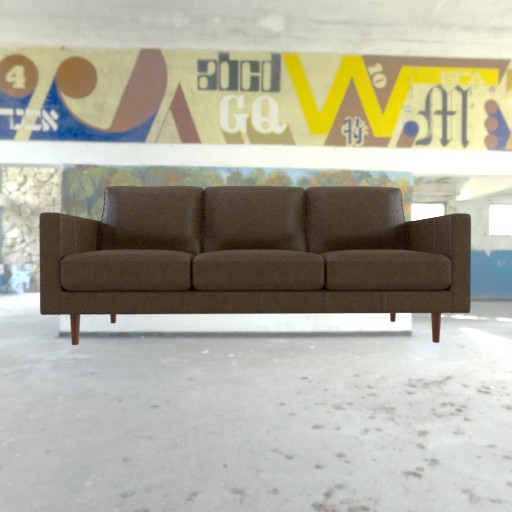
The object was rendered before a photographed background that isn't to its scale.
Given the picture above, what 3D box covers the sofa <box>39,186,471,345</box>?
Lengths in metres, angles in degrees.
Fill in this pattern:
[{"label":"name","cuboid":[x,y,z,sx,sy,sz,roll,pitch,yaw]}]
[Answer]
[{"label":"sofa","cuboid":[0.000,0.000,2.699,2.231,0.930,0.903,0,1,-2]}]
